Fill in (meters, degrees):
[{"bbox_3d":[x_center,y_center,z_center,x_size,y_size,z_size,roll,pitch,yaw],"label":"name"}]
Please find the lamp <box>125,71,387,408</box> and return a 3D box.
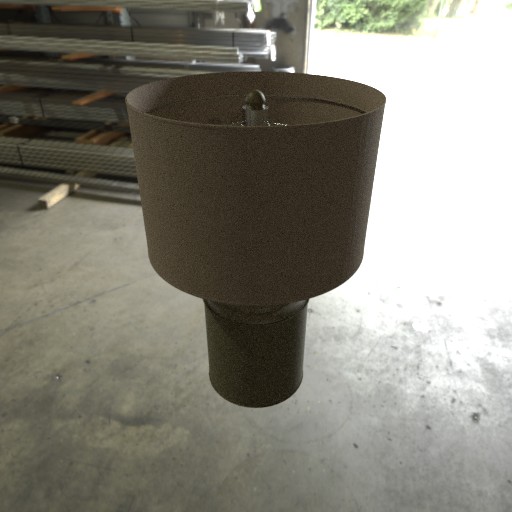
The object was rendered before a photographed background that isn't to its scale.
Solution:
[{"bbox_3d":[0.000,0.000,0.680,0.318,0.486,0.318,0,31,0],"label":"lamp"}]
